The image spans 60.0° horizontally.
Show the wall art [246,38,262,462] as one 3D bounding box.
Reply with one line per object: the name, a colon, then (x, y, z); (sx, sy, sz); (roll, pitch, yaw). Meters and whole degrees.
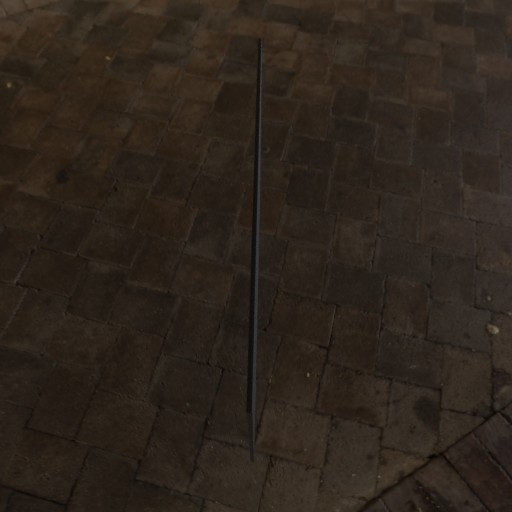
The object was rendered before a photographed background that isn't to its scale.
wall art: (0.000, 0.000, 1.506); (0.013, 0.811, 1.192); (1, 59, 1)
